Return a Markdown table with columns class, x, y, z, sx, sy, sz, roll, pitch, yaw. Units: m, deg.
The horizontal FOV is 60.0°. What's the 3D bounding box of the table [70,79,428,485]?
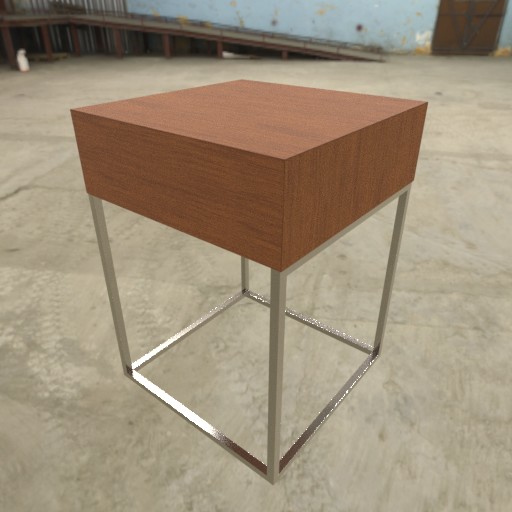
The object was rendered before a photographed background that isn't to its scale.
| class | x | y | z | sx | sy | sz | roll | pitch | yaw |
| --- | --- | --- | --- | --- | --- | --- | --- | --- | --- |
| table | 0.000 | 0.000 | 0.824 | 0.397 | 0.540 | 0.398 | 22 | 36 | 33 |
